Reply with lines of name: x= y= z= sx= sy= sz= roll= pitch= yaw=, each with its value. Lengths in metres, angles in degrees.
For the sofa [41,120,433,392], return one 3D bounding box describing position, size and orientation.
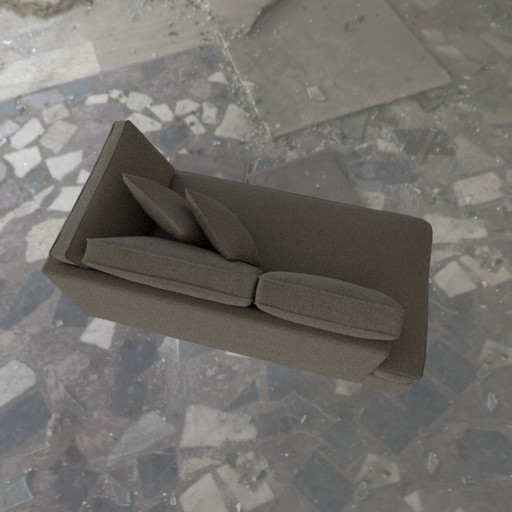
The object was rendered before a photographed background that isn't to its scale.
sofa: x=0.000 y=0.000 z=2.866 sx=2.237 sy=1.033 sz=1.110 roll=13 pitch=64 yaw=6
